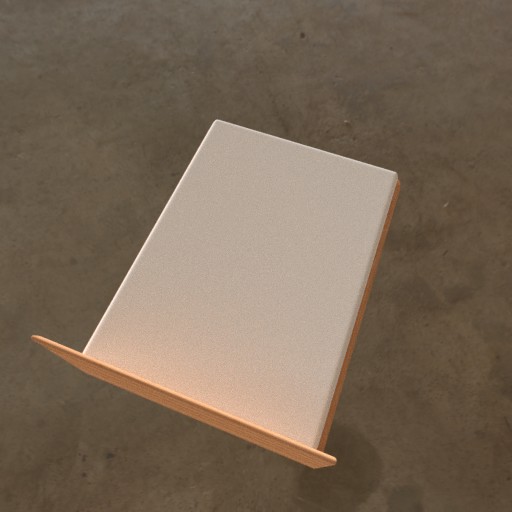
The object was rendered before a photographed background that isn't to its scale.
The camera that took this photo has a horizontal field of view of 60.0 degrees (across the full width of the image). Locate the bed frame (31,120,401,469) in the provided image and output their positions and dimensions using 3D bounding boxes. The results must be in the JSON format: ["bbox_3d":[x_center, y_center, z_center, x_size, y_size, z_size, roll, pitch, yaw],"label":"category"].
[{"bbox_3d":[0.000,0.000,2.770,1.472,0.940,1.992,19,65,9],"label":"bed frame"}]
